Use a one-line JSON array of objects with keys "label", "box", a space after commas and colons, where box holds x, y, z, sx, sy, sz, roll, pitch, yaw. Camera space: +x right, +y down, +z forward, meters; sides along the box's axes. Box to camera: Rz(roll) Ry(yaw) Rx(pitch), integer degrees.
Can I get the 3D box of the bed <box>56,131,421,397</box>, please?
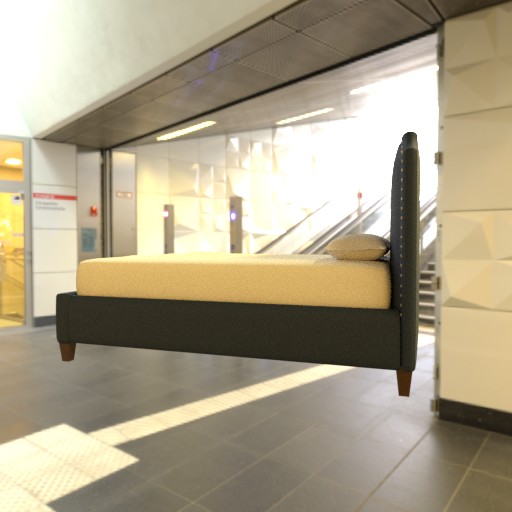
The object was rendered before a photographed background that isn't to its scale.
[{"label": "bed", "box": [0.000, 0.000, 3.472, 2.372, 1.443, 1.712, 1, 2, 18]}]
